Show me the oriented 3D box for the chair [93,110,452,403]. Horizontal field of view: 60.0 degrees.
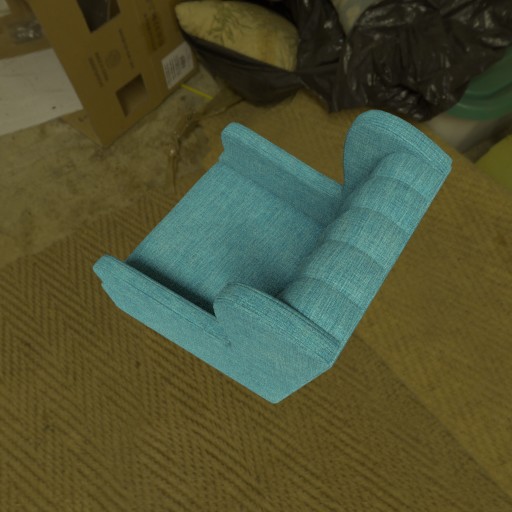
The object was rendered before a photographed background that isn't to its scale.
[{"bbox_3d":[0.000,0.000,1.456,0.775,0.952,0.711,31,66,15],"label":"chair"}]
